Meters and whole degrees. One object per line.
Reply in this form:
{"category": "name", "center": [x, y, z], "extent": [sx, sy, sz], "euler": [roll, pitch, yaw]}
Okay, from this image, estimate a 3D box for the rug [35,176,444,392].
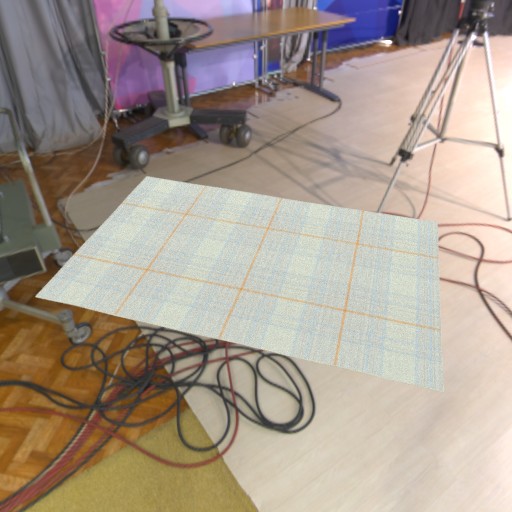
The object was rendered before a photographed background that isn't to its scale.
{"category": "rug", "center": [0.000, 0.000, 3.079], "extent": [2.442, 0.016, 1.527], "euler": [11, 42, 12]}
